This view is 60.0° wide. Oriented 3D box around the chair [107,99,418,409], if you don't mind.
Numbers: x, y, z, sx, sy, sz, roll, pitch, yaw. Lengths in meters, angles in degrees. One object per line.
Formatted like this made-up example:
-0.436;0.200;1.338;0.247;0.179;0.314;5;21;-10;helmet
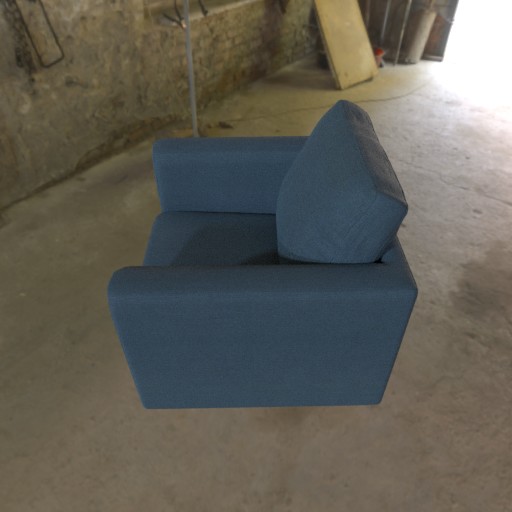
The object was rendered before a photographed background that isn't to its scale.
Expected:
0.000;0.000;1.563;0.820;0.922;0.855;-1;42;-1;chair
